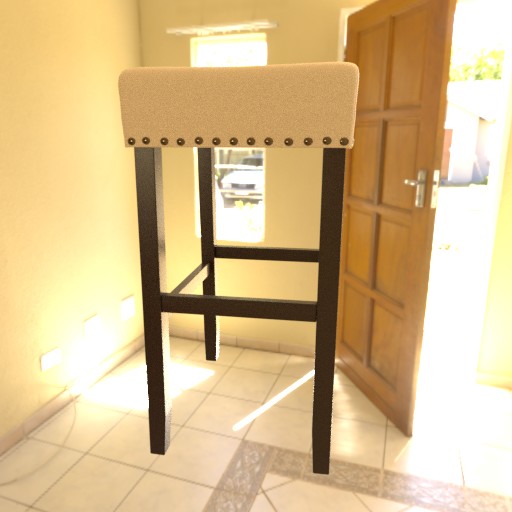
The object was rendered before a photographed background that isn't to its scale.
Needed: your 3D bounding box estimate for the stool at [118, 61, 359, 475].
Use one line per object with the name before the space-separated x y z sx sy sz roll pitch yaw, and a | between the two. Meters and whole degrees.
stool | 0.000 0.000 1.021 0.401 0.762 0.471 2 15 9
